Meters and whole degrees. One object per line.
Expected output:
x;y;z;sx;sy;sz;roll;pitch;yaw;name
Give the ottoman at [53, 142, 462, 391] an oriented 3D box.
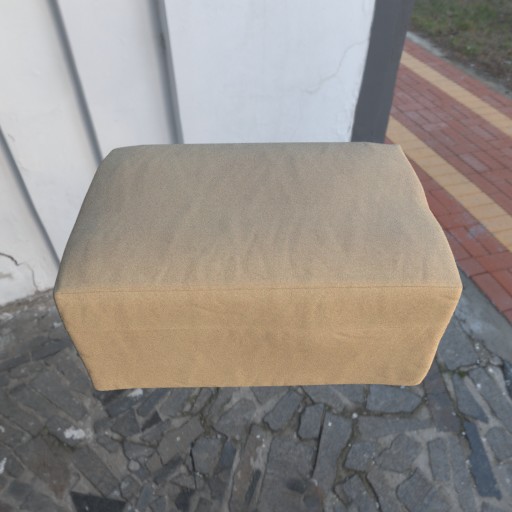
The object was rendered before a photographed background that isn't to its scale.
0.000;0.000;1.200;0.872;0.444;0.590;-1;45;-1;ottoman
